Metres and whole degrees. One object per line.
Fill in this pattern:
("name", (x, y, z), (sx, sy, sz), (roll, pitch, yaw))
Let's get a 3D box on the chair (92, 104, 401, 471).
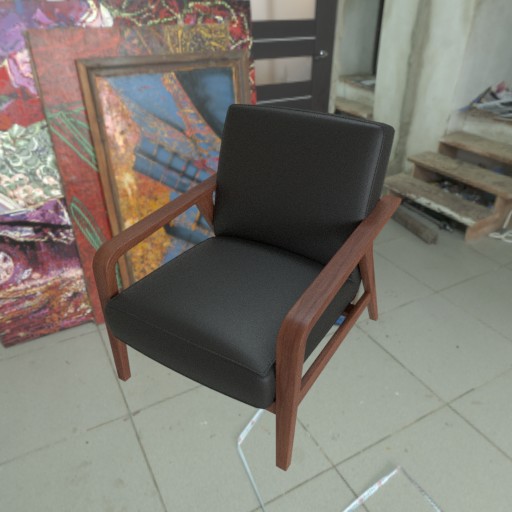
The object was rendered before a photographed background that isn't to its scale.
("chair", (0.000, 0.000, 1.514), (0.719, 0.861, 0.889), (18, 35, 27))
